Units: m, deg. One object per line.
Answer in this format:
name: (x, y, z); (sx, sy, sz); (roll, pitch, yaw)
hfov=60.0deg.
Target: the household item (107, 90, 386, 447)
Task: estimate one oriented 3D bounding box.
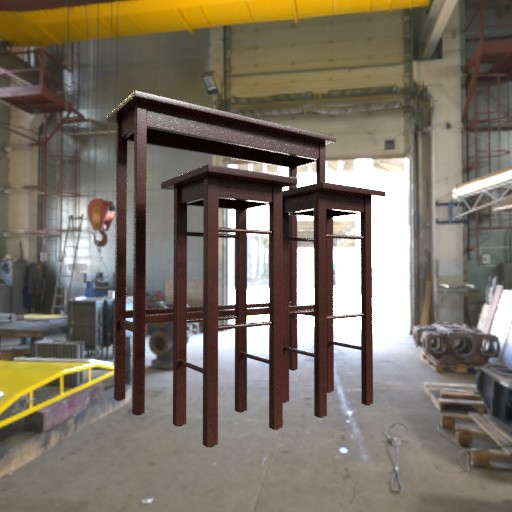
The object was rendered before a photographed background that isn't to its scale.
household item: (0.000, 0.000, 1.661); (0.914, 1.067, 0.676); (1, -2, -35)
